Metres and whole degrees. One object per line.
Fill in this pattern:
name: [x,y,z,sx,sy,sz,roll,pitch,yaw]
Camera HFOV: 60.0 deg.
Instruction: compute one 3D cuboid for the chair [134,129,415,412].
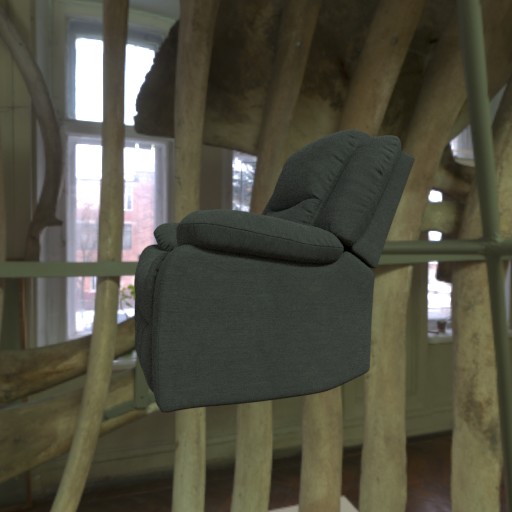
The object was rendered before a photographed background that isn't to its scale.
chair: [0.000,0.000,1.817,0.944,1.008,0.899,0,1,-19]
